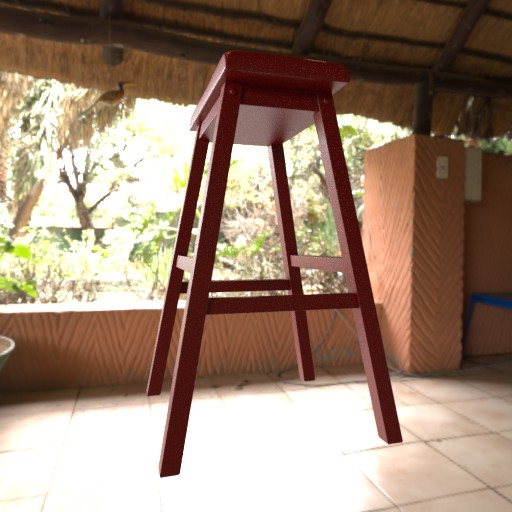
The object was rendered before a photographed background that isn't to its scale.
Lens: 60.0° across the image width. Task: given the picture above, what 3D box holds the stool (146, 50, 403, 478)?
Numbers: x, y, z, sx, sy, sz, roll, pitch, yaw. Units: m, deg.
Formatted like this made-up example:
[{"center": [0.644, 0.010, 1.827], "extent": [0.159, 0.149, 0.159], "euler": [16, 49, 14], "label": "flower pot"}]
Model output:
[{"center": [0.000, 0.000, 1.026], "extent": [0.476, 0.737, 0.457], "euler": [0, 1, -17], "label": "stool"}]
